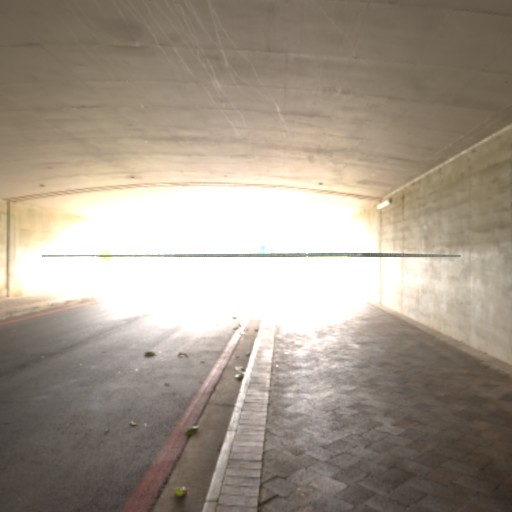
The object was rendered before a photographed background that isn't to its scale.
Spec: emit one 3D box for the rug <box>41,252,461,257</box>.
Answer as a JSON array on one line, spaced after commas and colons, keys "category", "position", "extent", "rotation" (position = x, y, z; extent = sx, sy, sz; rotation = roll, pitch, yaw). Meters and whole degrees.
[{"category": "rug", "position": [0.000, 0.000, 4.096], "extent": [3.039, 0.019, 2.420], "rotation": [0, 0, 36]}]
